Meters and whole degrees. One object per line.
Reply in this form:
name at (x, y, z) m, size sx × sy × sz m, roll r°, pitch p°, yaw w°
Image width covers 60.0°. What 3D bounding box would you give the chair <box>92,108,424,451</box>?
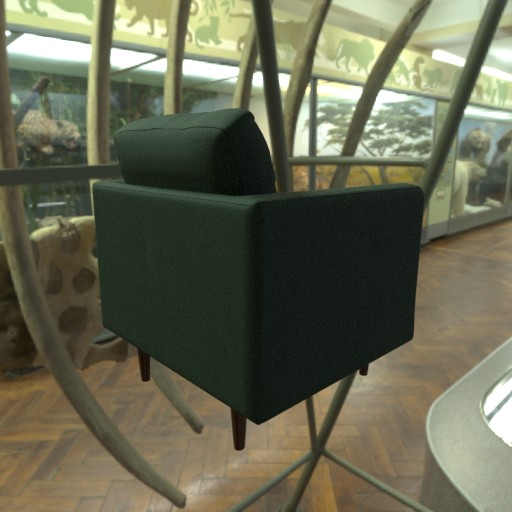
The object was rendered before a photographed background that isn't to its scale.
chair at (0.000, 0.000, 1.547) m, size 0.800 × 0.927 × 0.855 m, roll -12°, pitch 18°, yaw -42°
